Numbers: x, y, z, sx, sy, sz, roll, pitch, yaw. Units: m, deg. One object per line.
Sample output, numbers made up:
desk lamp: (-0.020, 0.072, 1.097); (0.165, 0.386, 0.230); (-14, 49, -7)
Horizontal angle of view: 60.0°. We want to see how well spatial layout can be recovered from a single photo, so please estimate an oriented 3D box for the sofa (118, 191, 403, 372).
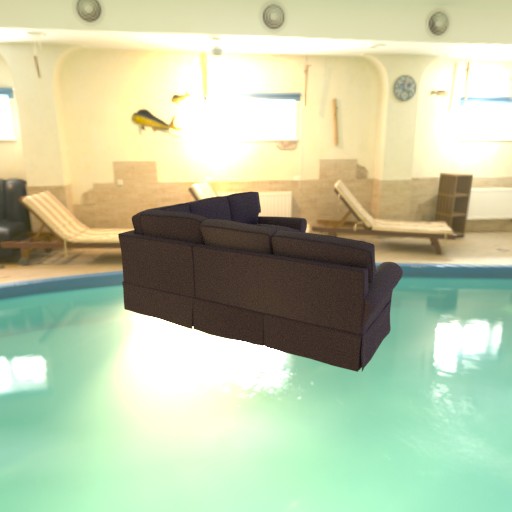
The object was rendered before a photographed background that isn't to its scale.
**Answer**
sofa: (0.000, 0.000, 5.125); (2.874, 1.169, 3.773); (-8, 17, -27)
